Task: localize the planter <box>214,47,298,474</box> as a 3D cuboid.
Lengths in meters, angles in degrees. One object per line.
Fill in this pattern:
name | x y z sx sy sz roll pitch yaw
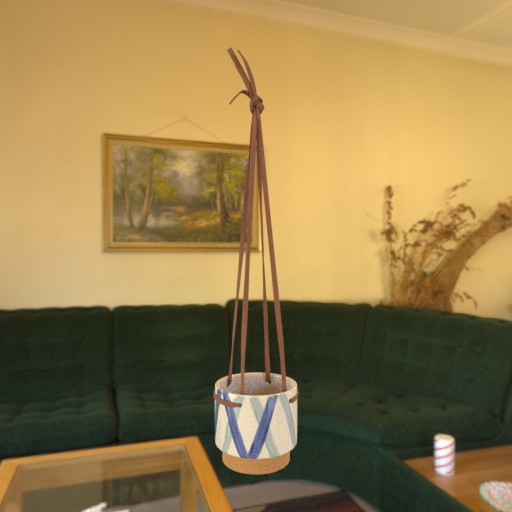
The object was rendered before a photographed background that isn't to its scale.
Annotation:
planter | 0.000 0.000 0.824 0.157 0.753 0.153 0 0 -36
